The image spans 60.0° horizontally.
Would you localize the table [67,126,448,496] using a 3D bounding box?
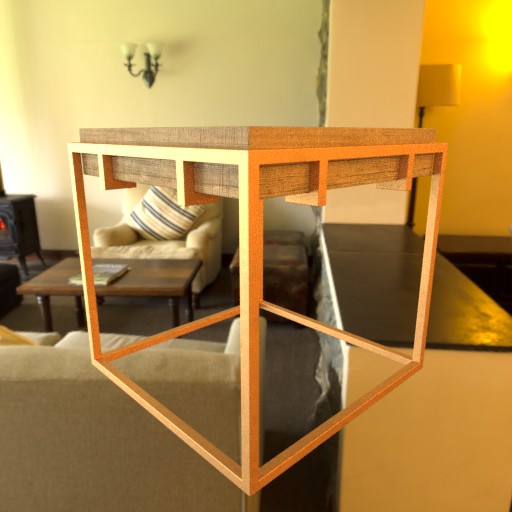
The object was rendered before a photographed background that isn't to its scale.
[{"bbox_3d":[0.000,0.000,1.056,0.599,0.584,0.599,-14,21,-42],"label":"table"}]
